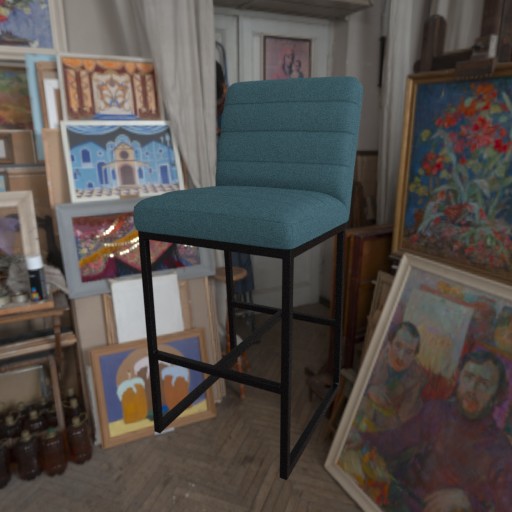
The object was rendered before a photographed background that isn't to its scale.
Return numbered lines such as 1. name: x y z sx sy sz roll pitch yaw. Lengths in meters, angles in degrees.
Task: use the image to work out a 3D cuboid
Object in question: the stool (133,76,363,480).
1. stool: 0.000 0.000 1.334 0.460 1.040 0.560 8 18 26
